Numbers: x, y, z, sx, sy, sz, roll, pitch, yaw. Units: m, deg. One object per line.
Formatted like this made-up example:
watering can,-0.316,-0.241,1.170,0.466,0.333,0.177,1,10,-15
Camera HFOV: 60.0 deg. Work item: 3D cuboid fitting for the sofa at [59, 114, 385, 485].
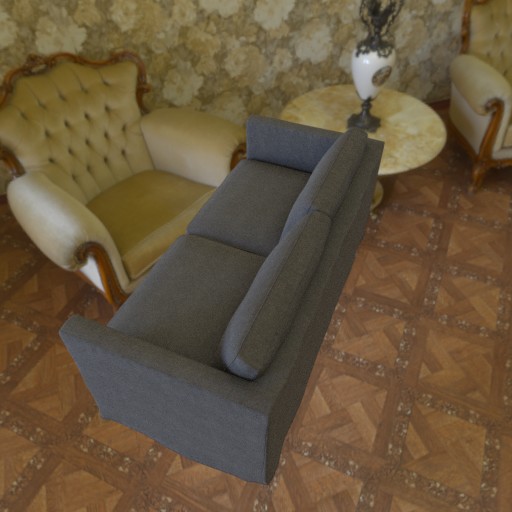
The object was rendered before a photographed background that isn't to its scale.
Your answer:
sofa,0.000,0.000,2.468,0.953,0.855,1.982,17,48,16
